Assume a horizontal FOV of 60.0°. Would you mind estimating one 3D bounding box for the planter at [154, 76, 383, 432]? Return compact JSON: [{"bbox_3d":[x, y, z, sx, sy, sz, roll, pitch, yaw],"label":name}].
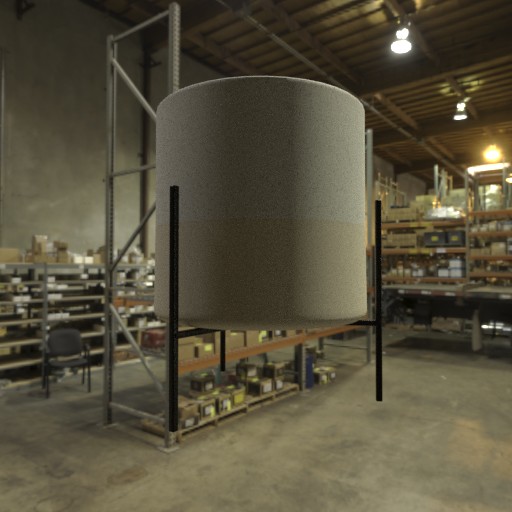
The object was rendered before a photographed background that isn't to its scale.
[{"bbox_3d":[0.000,0.000,0.662,0.313,0.423,0.335,-1,-2,36],"label":"planter"}]
